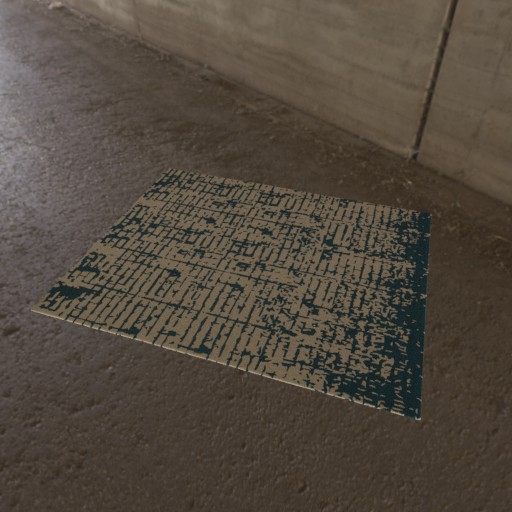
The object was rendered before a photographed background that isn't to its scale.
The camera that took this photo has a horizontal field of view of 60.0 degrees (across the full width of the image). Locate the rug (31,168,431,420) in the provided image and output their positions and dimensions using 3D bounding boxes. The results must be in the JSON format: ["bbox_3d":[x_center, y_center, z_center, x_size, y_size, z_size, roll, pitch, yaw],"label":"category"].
[{"bbox_3d":[0.000,0.000,4.068,3.017,0.014,2.416,12,42,14],"label":"rug"}]
